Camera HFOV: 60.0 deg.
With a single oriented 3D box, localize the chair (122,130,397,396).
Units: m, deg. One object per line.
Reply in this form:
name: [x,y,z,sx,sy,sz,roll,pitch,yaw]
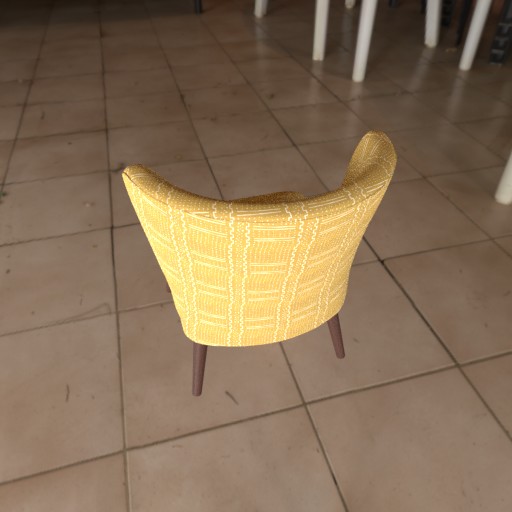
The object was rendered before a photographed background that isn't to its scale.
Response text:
chair: [0.000,0.000,1.442,0.706,0.866,0.758,-11,42,-13]
